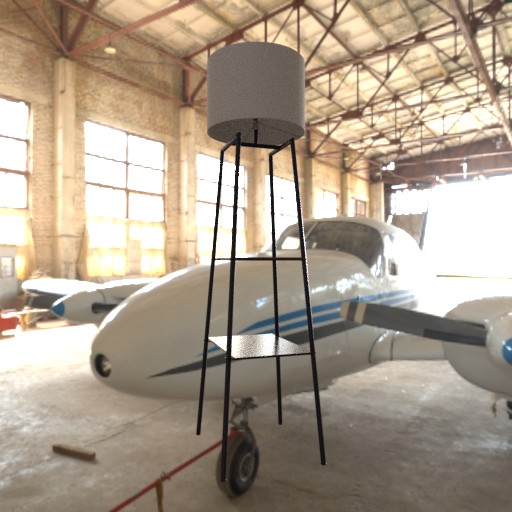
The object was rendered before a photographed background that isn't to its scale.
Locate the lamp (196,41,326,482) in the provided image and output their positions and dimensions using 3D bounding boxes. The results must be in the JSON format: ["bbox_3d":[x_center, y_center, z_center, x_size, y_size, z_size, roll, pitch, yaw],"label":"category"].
[{"bbox_3d":[0.000,0.000,1.704,0.384,1.474,0.427,0,-1,-19],"label":"lamp"}]
